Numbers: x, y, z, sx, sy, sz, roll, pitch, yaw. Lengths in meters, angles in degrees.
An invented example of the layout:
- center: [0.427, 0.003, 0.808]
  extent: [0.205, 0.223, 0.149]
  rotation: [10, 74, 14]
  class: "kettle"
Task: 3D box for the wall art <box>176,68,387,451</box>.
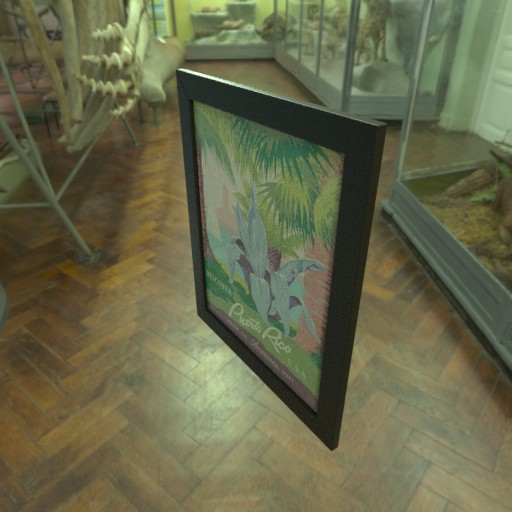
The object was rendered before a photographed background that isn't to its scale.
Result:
- center: [0.000, 0.000, 0.814]
  extent: [0.018, 0.582, 0.481]
  rotation: [-21, 37, -30]
  class: "wall art"
